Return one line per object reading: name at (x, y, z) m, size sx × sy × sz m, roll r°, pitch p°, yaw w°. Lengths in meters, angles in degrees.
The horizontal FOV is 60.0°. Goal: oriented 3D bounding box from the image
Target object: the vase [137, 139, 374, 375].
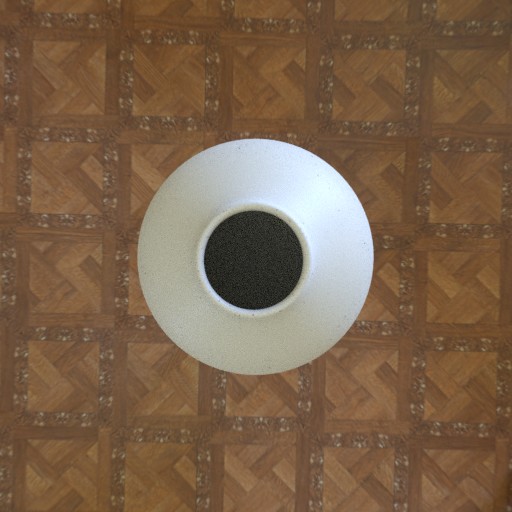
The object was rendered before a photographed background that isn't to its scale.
vase at (0.000, 0.000, 0.359) m, size 0.169 × 0.240 × 0.169 m, roll 0°, pitch 91°, yaw 1°
